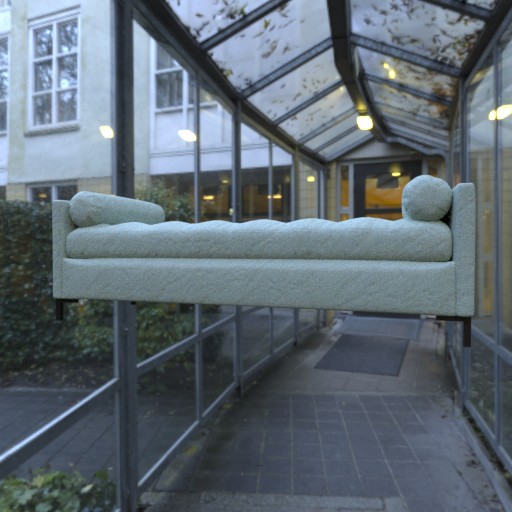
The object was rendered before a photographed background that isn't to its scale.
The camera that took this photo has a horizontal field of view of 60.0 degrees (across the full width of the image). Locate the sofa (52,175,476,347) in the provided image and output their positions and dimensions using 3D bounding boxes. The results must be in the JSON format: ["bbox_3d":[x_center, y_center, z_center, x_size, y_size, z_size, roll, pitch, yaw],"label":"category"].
[{"bbox_3d":[0.000,0.000,2.437,2.102,0.705,0.796,0,1,18],"label":"sofa"}]
